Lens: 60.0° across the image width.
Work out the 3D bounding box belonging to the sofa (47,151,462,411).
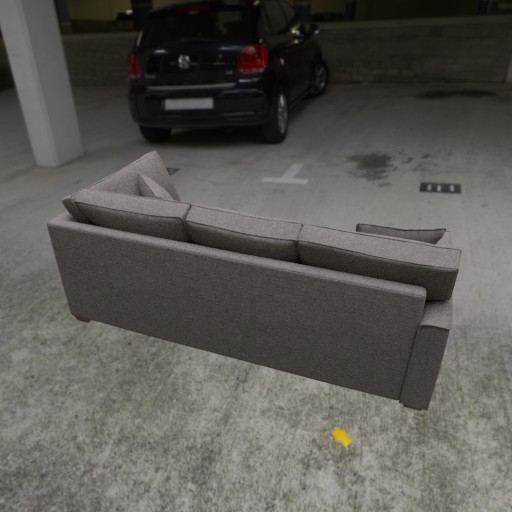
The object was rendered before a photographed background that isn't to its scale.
[{"bbox_3d":[0.000,0.000,2.864,2.317,0.962,1.061,11,33,17],"label":"sofa"}]
